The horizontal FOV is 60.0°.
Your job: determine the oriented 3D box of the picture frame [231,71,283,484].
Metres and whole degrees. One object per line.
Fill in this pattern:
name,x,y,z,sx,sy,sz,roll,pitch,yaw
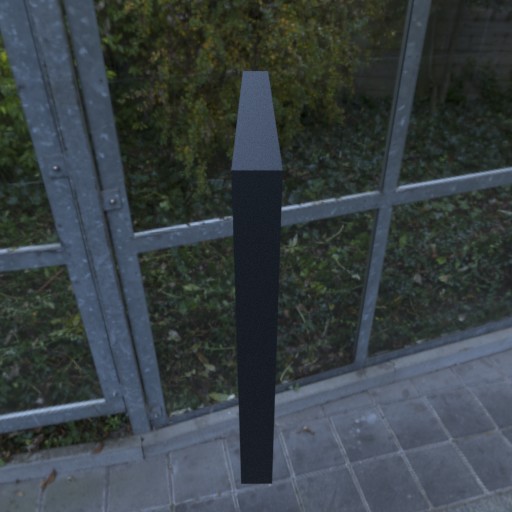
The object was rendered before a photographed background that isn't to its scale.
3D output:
picture frame,0.000,0.000,0.475,0.030,0.317,0.317,0,32,0
